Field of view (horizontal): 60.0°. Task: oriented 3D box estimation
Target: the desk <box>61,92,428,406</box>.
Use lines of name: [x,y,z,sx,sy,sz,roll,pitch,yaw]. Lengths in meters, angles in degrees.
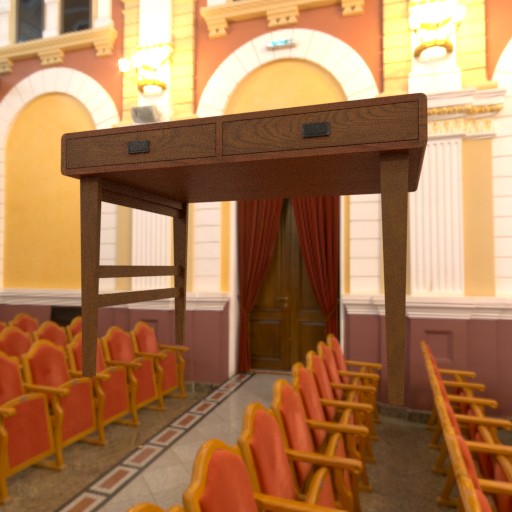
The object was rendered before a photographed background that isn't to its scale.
desk: [0.000,0.000,1.514,1.066,0.754,0.660,0,-2,18]
